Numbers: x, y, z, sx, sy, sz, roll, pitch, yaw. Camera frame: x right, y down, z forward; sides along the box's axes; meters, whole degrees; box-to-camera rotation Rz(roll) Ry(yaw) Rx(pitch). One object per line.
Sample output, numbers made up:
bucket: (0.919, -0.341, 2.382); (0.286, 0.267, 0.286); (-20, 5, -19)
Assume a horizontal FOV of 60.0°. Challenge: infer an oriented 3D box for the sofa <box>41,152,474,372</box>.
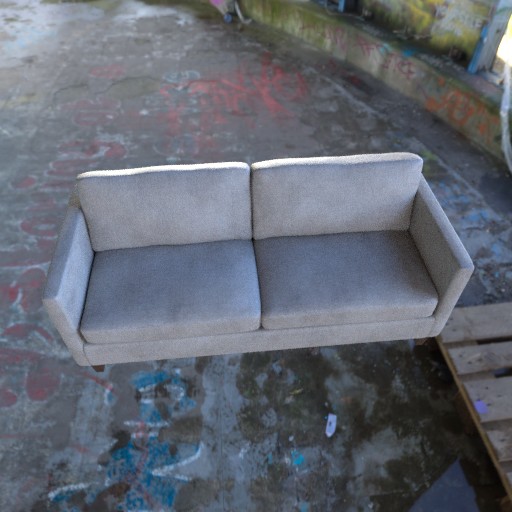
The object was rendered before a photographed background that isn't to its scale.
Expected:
sofa: (0.000, 0.000, 2.702); (2.208, 0.965, 0.951); (-4, 47, -4)
